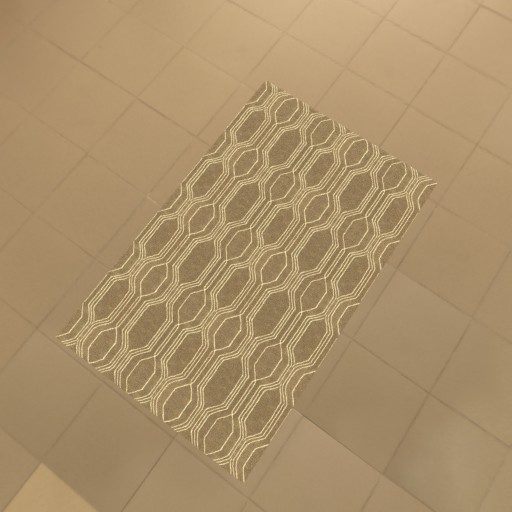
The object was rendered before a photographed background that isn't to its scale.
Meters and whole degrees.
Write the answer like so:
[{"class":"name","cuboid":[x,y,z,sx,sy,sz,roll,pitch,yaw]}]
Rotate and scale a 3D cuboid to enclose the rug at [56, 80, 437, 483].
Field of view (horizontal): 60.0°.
[{"class":"rug","cuboid":[0.000,0.000,3.108,1.541,0.012,2.457,34,77,9]}]
